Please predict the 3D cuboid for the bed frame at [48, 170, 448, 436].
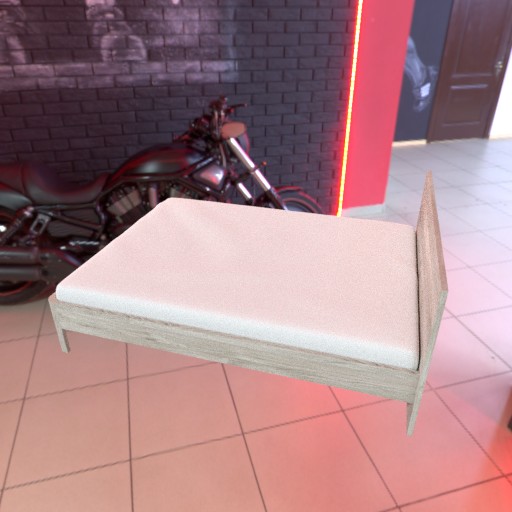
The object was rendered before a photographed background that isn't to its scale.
[{"bbox_3d":[0.000,0.000,2.719,1.950,0.800,1.490,8,30,15],"label":"bed frame"}]
